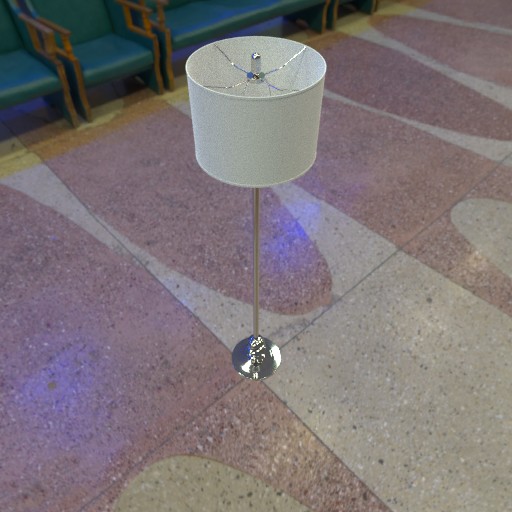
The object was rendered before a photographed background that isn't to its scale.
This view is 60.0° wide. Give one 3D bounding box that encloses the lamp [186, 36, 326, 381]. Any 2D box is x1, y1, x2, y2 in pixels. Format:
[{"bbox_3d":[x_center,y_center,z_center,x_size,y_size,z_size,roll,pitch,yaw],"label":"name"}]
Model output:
[{"bbox_3d":[0.000,0.000,1.653,0.356,1.487,0.356,-31,54,-26],"label":"lamp"}]
